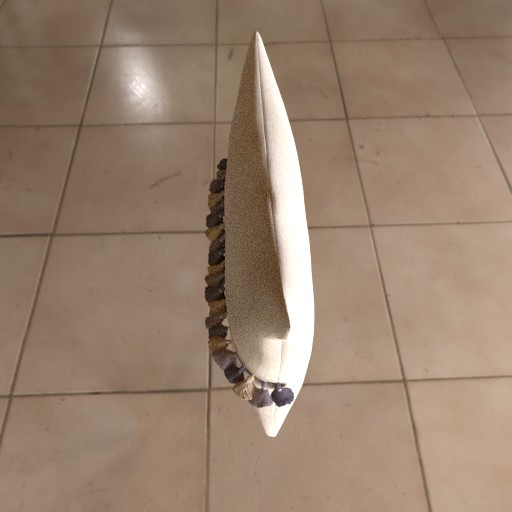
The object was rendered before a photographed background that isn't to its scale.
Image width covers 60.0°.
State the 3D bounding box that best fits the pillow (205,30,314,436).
[{"bbox_3d":[0.000,0.000,0.720,0.165,0.481,0.489,-3,58,-2],"label":"pillow"}]
